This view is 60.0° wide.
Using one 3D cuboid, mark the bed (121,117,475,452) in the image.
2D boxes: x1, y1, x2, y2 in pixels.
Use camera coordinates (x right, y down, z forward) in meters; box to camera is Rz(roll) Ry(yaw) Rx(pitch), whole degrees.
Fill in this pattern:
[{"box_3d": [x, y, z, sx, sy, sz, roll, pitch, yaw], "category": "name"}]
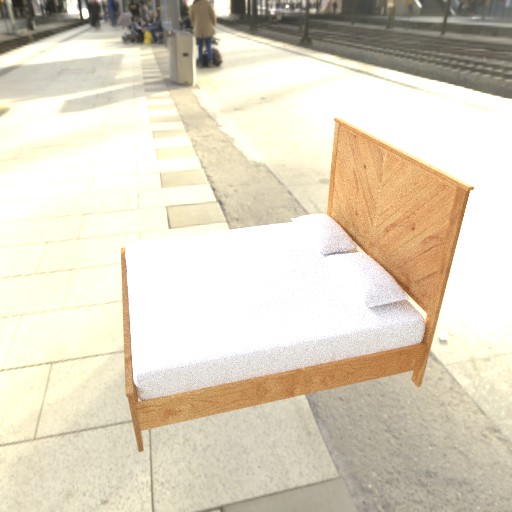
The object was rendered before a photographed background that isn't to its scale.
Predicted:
[{"box_3d": [0.000, 0.000, 3.643, 2.201, 1.686, 1.936, -8, 31, -14], "category": "bed"}]
